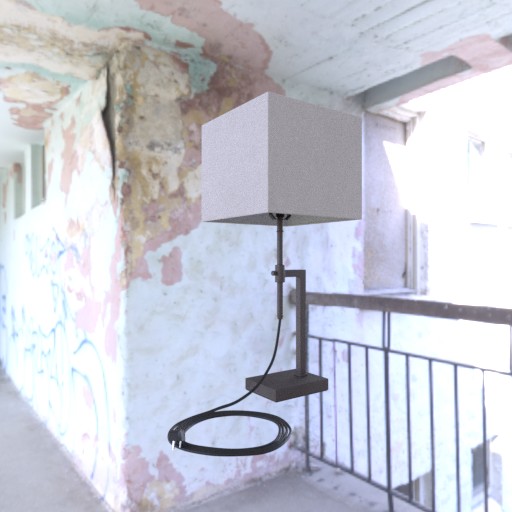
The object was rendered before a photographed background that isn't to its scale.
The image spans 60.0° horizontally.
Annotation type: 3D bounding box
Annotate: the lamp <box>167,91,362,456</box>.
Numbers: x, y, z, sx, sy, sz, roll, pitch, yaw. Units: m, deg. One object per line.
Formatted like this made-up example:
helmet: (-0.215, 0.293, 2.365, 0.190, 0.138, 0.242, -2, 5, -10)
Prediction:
lamp: (0.000, 0.000, 0.967, 0.504, 0.660, 0.399, 0, 0, -35)
